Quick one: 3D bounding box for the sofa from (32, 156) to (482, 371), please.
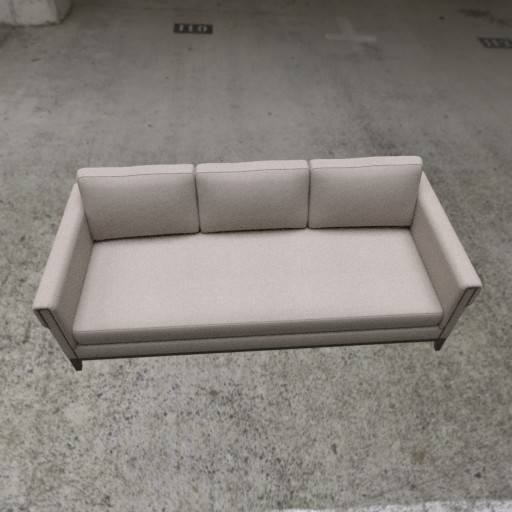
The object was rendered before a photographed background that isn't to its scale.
[{"bbox_3d":[0.000,0.000,2.632,2.210,0.838,0.959,-3,48,-2],"label":"sofa"}]
